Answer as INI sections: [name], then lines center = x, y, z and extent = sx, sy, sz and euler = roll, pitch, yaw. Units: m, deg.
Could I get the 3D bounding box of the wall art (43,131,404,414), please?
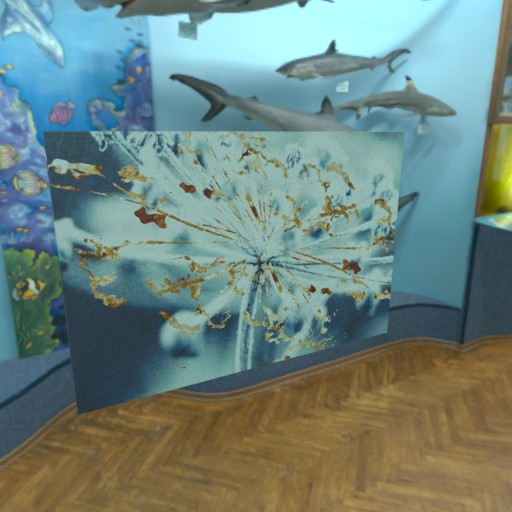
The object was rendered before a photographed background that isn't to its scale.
[wall art]
center = 0.000, 0.000, 1.126
extent = 0.912, 0.608, 0.038
euler = -8, 17, -27
